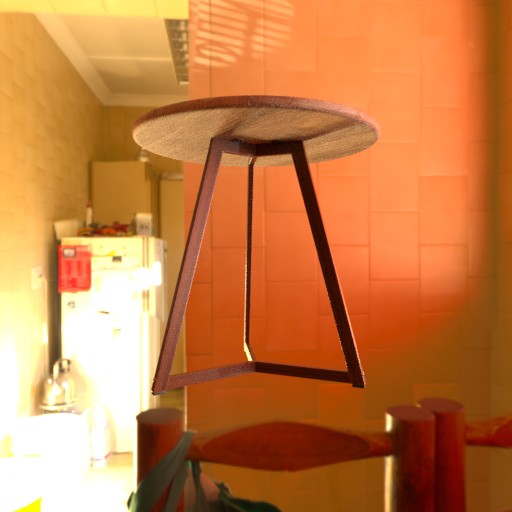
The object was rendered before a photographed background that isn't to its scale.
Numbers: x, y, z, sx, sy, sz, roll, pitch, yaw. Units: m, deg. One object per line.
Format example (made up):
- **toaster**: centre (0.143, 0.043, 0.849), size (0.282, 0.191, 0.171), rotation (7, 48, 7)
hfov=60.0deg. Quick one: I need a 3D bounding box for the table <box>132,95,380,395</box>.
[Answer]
- **table**: centre (0.000, 0.000, 0.930), size (0.500, 0.500, 0.500), rotation (0, 1, 0)
